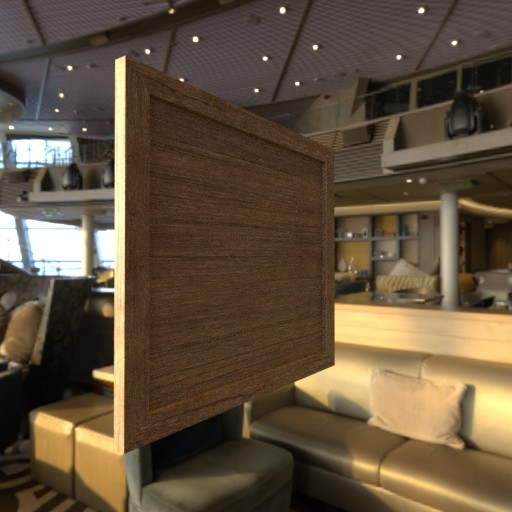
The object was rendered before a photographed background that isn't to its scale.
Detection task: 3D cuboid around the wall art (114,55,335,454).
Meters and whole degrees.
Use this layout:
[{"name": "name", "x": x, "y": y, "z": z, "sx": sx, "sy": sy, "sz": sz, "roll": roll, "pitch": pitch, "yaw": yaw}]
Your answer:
[{"name": "wall art", "x": 0.000, "y": 0.000, "z": 0.939, "sx": 0.026, "sy": 0.588, "sz": 0.690, "roll": -1, "pitch": -1, "yaw": 36}]
